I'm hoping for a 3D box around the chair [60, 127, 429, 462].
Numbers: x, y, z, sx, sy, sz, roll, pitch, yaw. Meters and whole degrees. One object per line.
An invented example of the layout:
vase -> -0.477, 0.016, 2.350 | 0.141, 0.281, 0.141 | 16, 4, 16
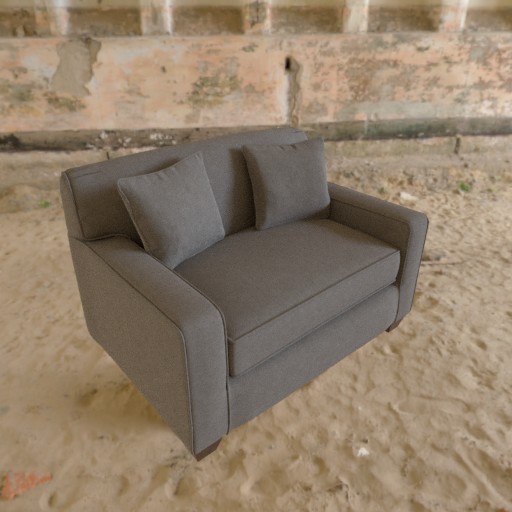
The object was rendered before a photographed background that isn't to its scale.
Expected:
chair -> 0.000, 0.000, 2.084 | 1.395, 0.953, 0.992 | -22, 35, -35
